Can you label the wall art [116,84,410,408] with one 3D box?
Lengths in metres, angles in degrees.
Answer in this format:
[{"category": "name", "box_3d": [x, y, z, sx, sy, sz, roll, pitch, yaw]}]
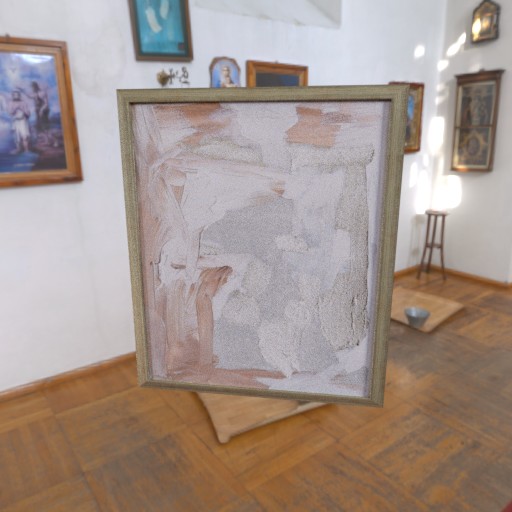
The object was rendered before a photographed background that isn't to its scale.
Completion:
[{"category": "wall art", "box_3d": [0.000, 0.000, 0.921, 0.559, 0.660, 0.018, 2, 15, 8]}]
